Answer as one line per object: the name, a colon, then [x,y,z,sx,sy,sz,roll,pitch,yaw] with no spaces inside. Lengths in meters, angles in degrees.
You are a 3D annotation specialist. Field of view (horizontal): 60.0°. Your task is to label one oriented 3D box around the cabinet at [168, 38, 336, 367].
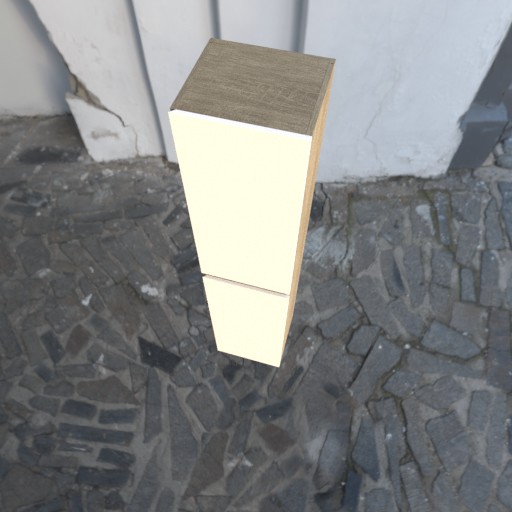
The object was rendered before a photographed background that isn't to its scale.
cabinet: [0.000,0.000,1.550,0.300,1.400,0.270,14,59,8]
